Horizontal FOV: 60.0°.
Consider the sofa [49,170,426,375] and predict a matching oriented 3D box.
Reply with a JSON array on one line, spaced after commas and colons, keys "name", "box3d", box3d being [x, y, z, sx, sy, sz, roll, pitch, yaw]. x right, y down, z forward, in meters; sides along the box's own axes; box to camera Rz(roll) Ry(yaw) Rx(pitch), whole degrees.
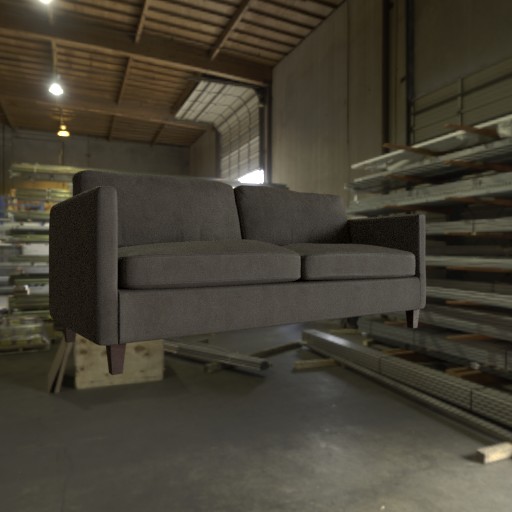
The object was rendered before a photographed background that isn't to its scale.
[{"name": "sofa", "box3d": [0.000, 0.000, 2.734, 2.208, 0.965, 0.951, 0, 0, -35]}]
